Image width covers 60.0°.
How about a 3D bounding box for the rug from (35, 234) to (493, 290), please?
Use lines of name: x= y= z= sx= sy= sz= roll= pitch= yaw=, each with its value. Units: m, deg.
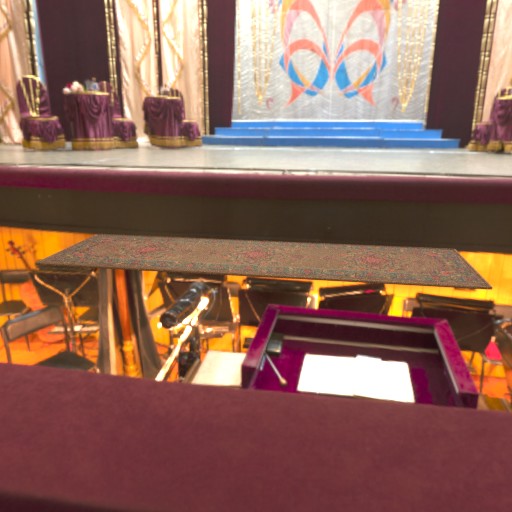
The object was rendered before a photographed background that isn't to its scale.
rug: x=0.000 y=0.000 z=2.505 sx=2.297 sy=0.019 sz=0.659 roll=3 pitch=17 yaw=9
